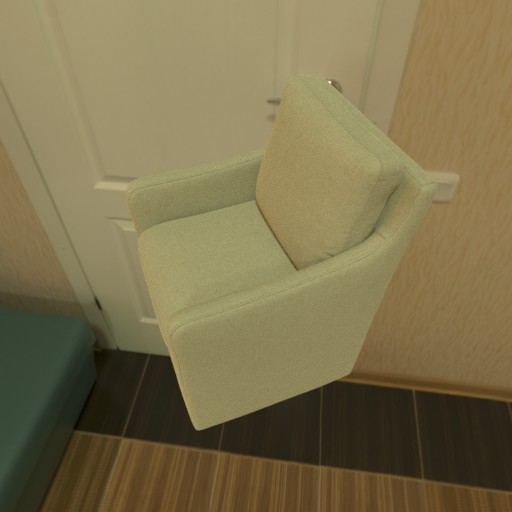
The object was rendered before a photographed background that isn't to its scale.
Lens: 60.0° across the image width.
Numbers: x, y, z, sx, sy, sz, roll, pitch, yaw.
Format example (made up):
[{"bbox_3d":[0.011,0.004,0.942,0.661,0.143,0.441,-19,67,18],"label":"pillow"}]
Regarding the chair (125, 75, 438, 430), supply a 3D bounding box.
[{"bbox_3d":[0.000,0.000,1.409,0.694,0.914,0.626,-16,49,-14],"label":"chair"}]
